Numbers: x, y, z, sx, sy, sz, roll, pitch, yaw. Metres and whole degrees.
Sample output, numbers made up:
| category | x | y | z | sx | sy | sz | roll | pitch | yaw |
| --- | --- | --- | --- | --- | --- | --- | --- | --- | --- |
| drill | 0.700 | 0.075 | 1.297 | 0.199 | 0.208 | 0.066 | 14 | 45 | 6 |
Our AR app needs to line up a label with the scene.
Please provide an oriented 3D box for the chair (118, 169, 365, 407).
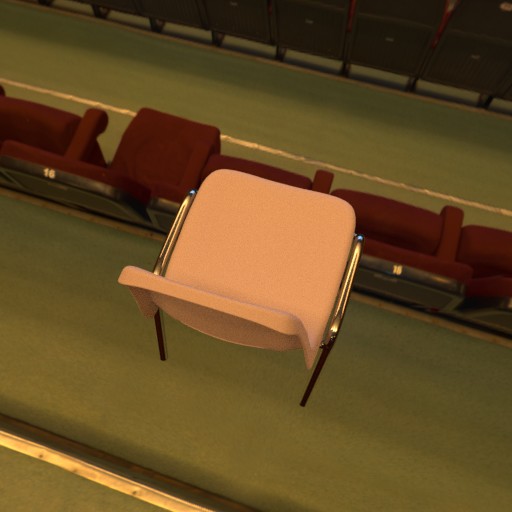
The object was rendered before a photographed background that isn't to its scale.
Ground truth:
| category | x | y | z | sx | sy | sz | roll | pitch | yaw |
| --- | --- | --- | --- | --- | --- | --- | --- | --- | --- |
| chair | 0.000 | 0.000 | 0.764 | 0.354 | 0.537 | 0.385 | 16 | 65 | 8 |
